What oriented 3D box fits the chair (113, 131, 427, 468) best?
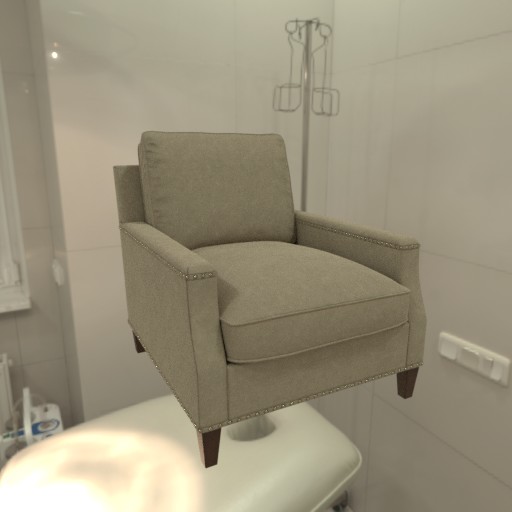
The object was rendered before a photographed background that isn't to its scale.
[{"bbox_3d":[0.000,0.000,1.708,0.853,0.943,1.014,-7,15,-27],"label":"chair"}]
